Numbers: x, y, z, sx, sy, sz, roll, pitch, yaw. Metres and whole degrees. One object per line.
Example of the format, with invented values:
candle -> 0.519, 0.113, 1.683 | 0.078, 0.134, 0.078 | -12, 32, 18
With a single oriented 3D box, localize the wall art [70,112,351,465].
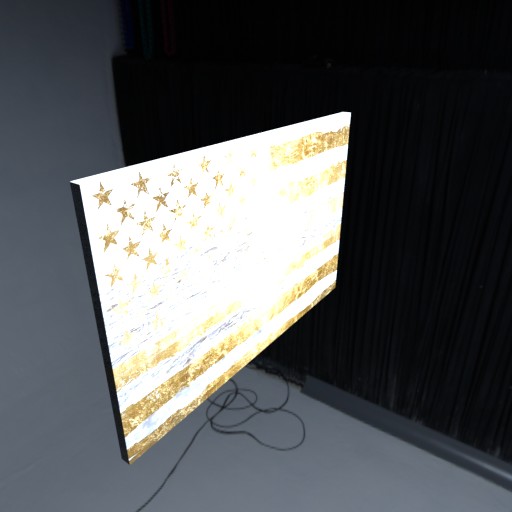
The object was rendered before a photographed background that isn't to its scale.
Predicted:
wall art -> 0.000, 0.000, 1.146 | 0.027, 0.610, 0.932 | 18, 31, 32
